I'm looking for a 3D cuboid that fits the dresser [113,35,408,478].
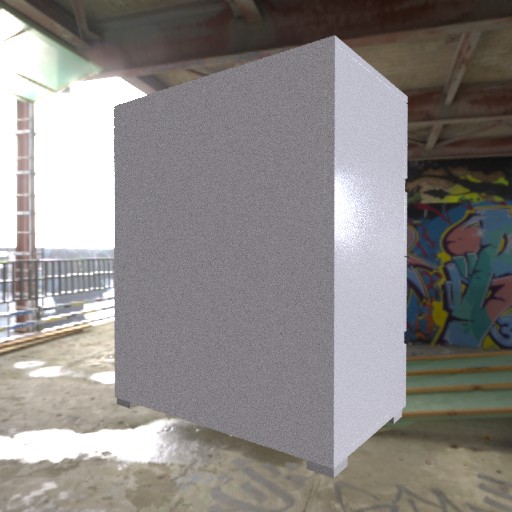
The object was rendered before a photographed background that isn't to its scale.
[{"bbox_3d":[0.000,0.000,1.151,0.650,0.800,0.400,1,1,37],"label":"dresser"}]
